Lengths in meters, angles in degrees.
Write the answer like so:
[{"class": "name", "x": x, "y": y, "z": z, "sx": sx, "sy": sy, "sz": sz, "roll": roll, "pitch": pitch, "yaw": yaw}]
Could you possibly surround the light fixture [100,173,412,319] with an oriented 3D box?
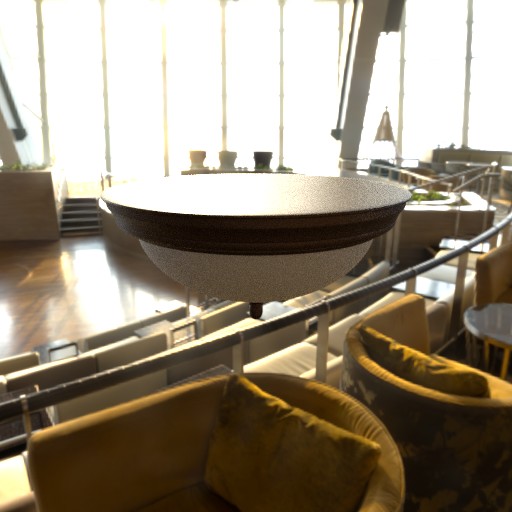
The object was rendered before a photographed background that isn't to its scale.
[{"class": "light fixture", "x": 0.000, "y": 0.000, "z": 0.438, "sx": 0.280, "sy": 0.135, "sz": 0.280, "roll": 0, "pitch": 16, "yaw": 0}]
